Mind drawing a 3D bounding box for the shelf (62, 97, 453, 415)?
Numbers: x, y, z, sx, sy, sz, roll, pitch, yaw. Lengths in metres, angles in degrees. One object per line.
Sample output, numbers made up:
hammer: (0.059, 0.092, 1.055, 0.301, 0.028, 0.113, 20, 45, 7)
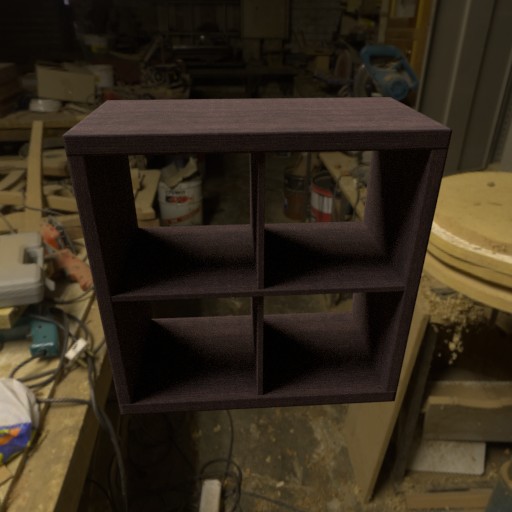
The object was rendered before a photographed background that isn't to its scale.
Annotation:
shelf: (0.000, 0.000, 1.256, 0.790, 0.786, 0.390, -2, 29, -3)
